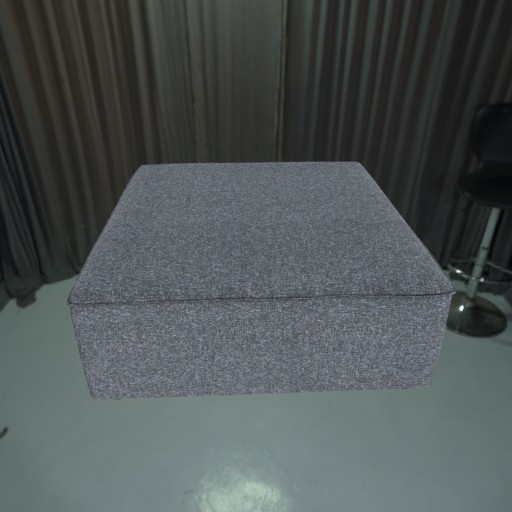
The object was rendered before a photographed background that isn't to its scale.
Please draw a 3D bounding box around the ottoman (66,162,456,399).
[{"bbox_3d":[0.000,0.000,1.624,1.017,0.423,1.021,-1,31,-2],"label":"ottoman"}]
